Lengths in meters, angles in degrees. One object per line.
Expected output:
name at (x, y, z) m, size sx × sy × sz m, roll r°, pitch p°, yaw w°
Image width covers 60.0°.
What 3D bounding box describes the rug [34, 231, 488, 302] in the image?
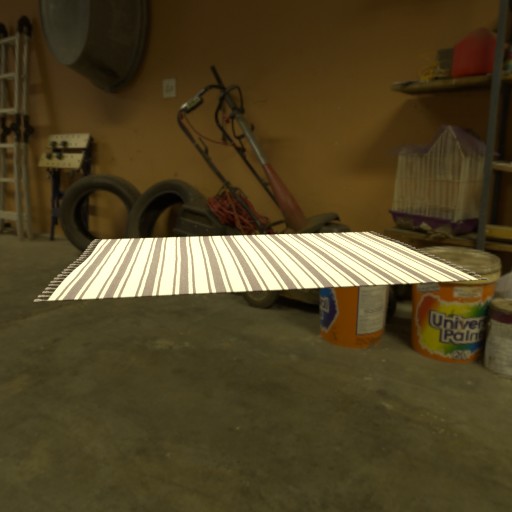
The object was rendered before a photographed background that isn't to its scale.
rug at (0.000, 0.000, 3.048) m, size 2.425 × 0.014 × 1.563 m, roll -2°, pitch 13°, yaw -9°
